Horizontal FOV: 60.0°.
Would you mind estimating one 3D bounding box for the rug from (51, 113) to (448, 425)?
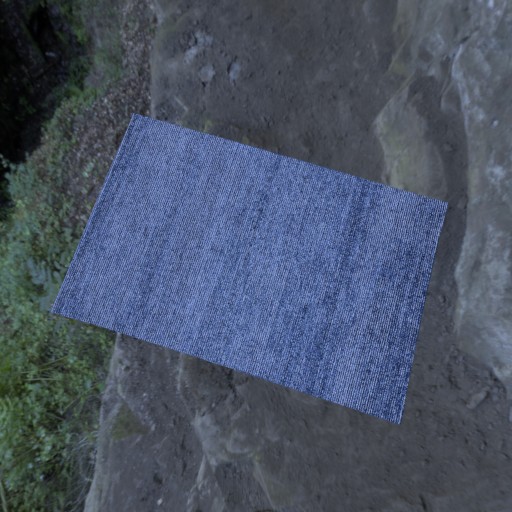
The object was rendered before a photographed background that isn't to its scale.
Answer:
[{"bbox_3d":[0.000,0.000,2.277,1.793,0.025,1.159,17,77,4],"label":"rug"}]
